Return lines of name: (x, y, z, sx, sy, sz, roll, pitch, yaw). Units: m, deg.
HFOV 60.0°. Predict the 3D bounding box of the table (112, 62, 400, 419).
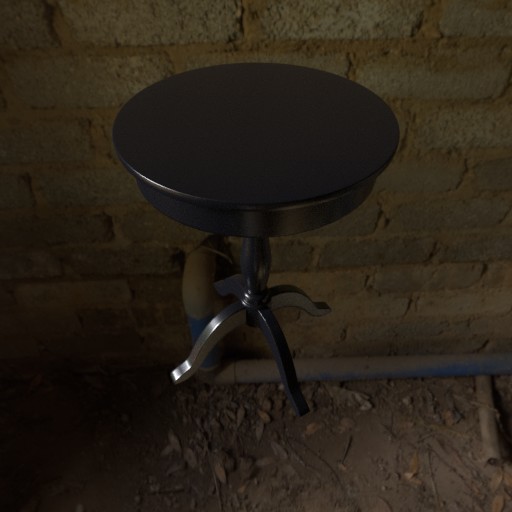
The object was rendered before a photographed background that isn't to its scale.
table: (0.000, 0.000, 0.985, 0.481, 0.665, 0.481, 0, 45, 0)
